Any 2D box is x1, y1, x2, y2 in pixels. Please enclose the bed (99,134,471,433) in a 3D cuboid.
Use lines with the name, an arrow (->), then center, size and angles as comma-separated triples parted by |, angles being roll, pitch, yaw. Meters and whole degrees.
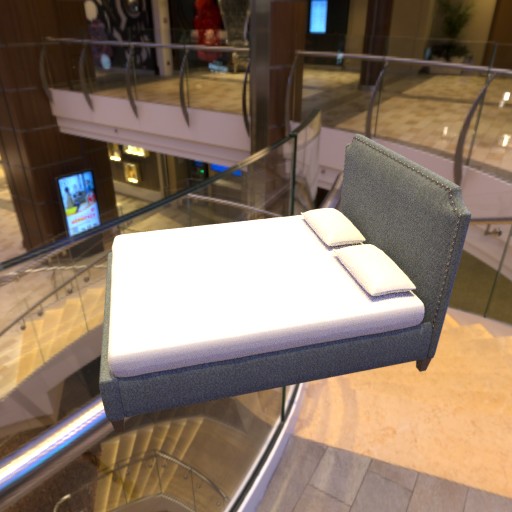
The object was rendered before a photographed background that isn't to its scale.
bed -> 0.000, 0.000, 3.472 | 2.372, 1.443, 1.712 | -7, 30, -13
